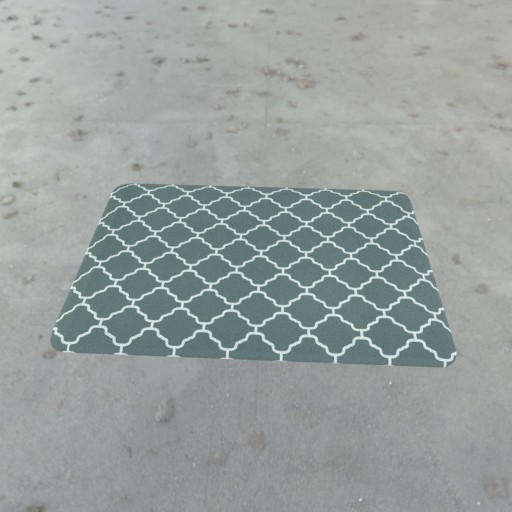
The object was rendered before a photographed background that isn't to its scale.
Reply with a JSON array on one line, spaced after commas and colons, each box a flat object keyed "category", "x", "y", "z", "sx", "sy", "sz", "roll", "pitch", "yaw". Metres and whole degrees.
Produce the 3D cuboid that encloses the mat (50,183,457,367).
[{"category": "mat", "x": 0.000, "y": 0.000, "z": 0.977, "sx": 0.762, "sy": 0.021, "sz": 0.508, "roll": 2, "pitch": 46, "yaw": 2}]
